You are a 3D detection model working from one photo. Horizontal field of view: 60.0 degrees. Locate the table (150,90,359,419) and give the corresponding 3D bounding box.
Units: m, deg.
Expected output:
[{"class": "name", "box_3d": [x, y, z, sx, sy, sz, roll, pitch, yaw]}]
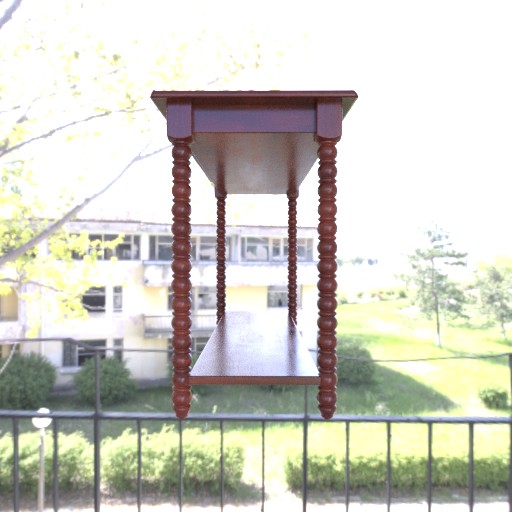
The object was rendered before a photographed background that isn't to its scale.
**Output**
[{"class": "table", "box_3d": [0.000, 0.000, 1.558, 0.459, 0.740, 1.184, 0, 1, 0]}]
